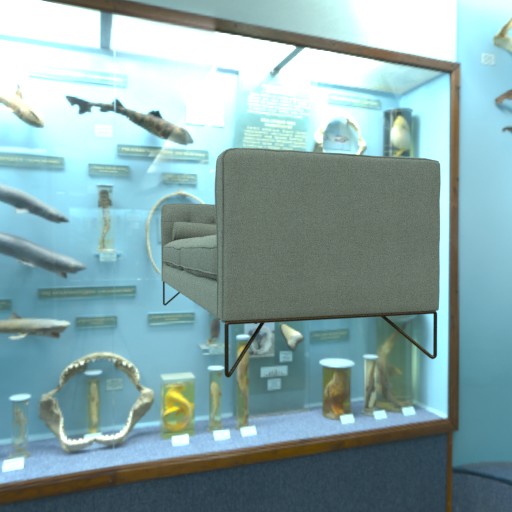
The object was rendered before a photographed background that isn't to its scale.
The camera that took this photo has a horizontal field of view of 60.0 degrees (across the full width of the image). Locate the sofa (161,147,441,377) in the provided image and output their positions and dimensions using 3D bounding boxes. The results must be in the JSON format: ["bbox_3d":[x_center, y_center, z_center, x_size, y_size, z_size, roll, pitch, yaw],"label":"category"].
[{"bbox_3d":[0.000,0.000,2.605,0.912,0.798,2.079,0,1,-18],"label":"sofa"}]
